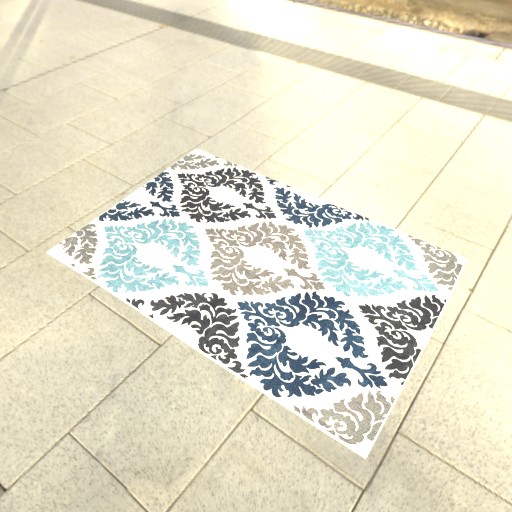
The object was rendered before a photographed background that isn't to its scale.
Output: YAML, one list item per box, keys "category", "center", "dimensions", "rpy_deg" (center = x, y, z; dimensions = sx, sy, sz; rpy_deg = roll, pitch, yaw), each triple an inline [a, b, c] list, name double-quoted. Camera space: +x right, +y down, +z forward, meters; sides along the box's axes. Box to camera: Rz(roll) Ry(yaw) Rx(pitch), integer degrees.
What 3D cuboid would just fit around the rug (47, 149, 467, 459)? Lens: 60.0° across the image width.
- category: "rug"
  center: [0.000, 0.000, 2.865]
  dimensions: [2.275, 0.014, 1.514]
  rpy_deg: [26, 51, 23]
